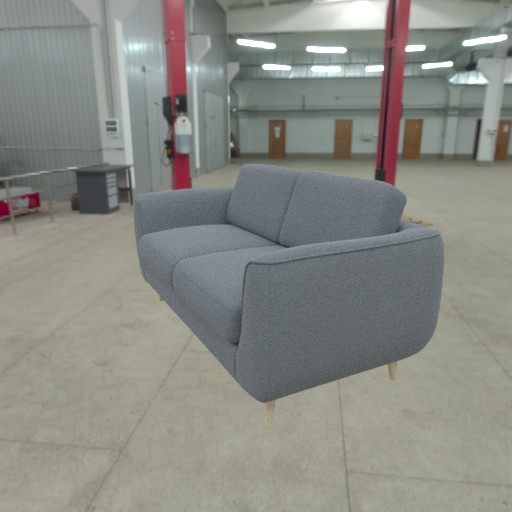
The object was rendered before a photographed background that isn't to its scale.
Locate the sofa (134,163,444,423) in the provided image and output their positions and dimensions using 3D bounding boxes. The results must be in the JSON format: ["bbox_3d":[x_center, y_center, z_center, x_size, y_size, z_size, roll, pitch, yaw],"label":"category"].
[{"bbox_3d":[0.000,0.000,2.259,0.920,0.850,1.700,-8,18,-27],"label":"sofa"}]
